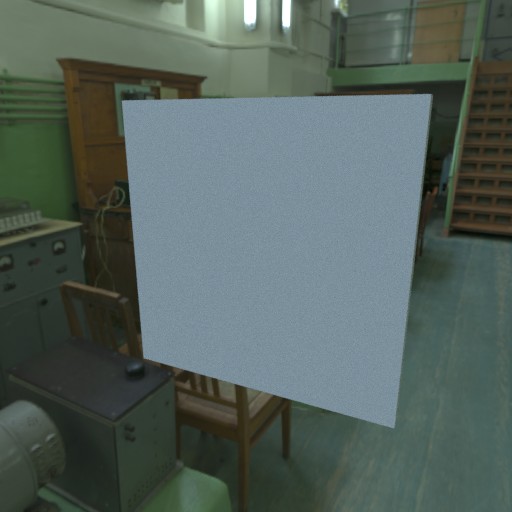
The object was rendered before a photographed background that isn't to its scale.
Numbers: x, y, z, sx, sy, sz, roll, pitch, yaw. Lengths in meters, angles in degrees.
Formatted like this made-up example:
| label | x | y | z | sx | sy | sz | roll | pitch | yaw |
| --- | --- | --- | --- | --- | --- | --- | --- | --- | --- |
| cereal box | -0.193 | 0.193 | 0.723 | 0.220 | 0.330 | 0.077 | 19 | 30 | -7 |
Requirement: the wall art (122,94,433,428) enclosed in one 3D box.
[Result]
| label | x | y | z | sx | sy | sz | roll | pitch | yaw |
| --- | --- | --- | --- | --- | --- | --- | --- | --- | --- |
| wall art | 0.000 | 0.000 | 0.832 | 0.559 | 0.559 | 0.028 | 8 | 19 | 24 |
